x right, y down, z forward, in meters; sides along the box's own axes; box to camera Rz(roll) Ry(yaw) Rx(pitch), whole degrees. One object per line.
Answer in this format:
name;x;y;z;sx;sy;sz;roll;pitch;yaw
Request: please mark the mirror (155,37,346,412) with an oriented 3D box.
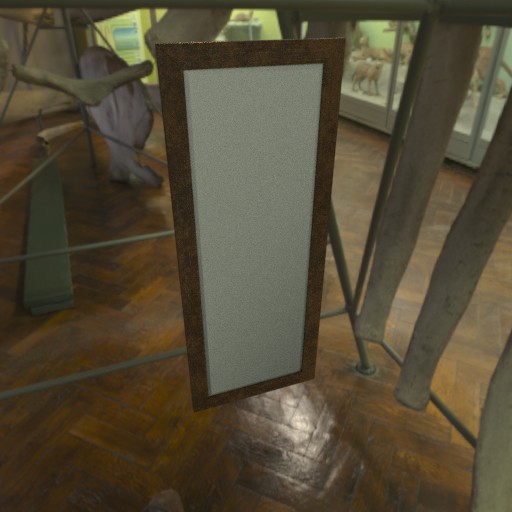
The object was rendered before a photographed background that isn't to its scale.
mirror;0.000;0.000;2.317;0.812;2.031;0.032;-10;32;-17
